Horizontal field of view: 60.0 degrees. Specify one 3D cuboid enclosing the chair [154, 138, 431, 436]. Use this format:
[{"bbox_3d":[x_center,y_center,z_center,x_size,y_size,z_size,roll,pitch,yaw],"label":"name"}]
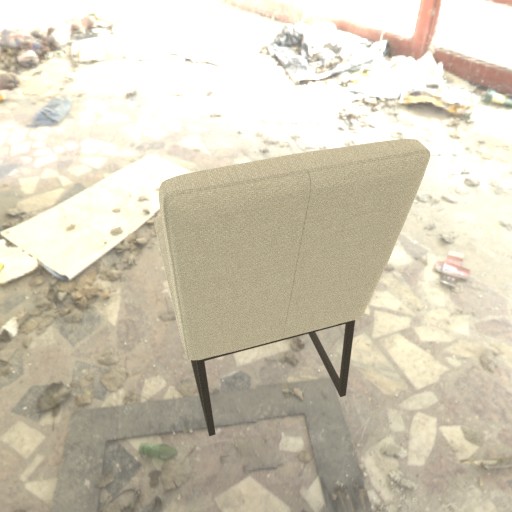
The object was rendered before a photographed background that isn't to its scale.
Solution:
[{"bbox_3d":[0.000,0.000,1.286,0.520,0.930,0.634,-12,43,-13],"label":"chair"}]
